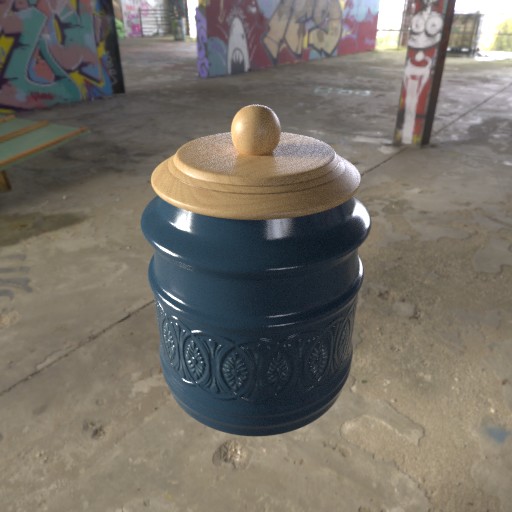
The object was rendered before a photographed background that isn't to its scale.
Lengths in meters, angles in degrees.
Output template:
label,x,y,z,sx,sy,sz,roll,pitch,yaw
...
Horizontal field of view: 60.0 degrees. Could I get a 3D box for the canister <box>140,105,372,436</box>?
label,x,y,z,sx,sy,sz,roll,pitch,yaw
canister,0.000,0.000,0.269,0.130,0.176,0.130,0,30,0
